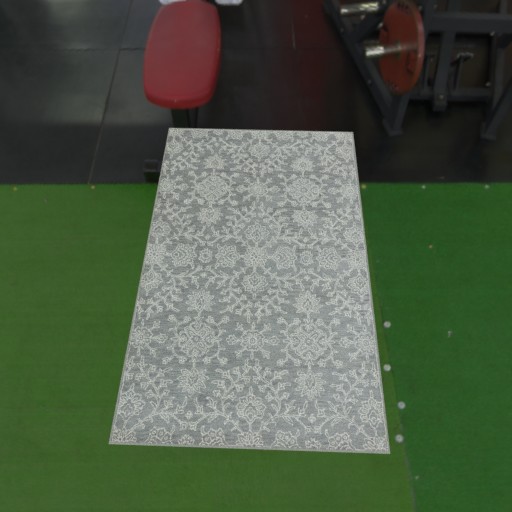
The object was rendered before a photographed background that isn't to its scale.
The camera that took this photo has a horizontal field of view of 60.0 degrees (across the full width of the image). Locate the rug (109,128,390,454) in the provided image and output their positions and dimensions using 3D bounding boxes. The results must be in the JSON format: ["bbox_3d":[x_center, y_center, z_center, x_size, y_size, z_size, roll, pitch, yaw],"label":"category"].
[{"bbox_3d":[0.000,0.000,3.014,1.515,0.010,2.430,2,59,1],"label":"rug"}]
